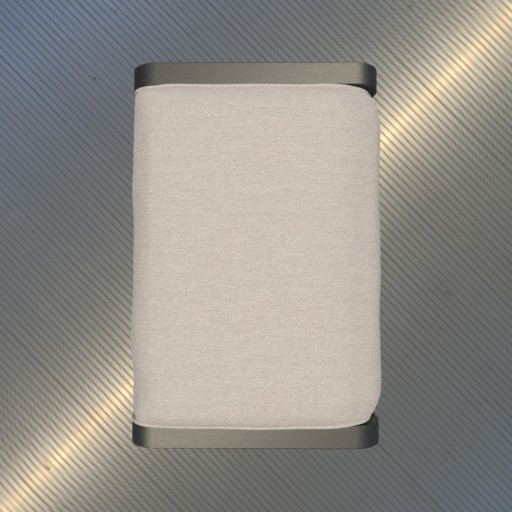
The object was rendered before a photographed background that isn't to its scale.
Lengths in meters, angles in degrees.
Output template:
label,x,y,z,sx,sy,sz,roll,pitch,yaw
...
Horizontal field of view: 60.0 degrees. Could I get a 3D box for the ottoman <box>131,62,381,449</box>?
label,x,y,z,sx,sy,sz,roll,pitch,yaw
ottoman,0.000,0.000,0.870,0.406,0.422,0.610,0,89,0
